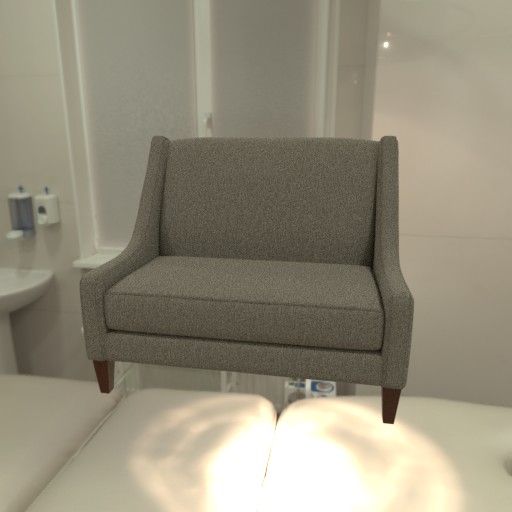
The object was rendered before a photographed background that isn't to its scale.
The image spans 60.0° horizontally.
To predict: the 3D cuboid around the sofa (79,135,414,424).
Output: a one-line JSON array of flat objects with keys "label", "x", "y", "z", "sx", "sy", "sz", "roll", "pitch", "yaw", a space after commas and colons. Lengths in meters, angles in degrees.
[{"label": "sofa", "x": 0.000, "y": 0.000, "z": 1.960, "sx": 1.242, "sy": 1.026, "sz": 0.862, "roll": 3, "pitch": 16, "yaw": 10}]
